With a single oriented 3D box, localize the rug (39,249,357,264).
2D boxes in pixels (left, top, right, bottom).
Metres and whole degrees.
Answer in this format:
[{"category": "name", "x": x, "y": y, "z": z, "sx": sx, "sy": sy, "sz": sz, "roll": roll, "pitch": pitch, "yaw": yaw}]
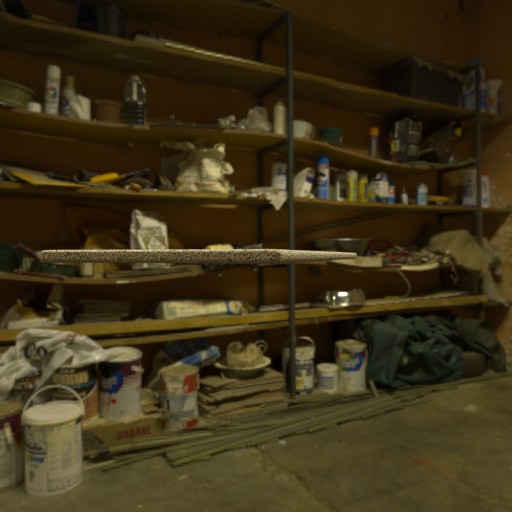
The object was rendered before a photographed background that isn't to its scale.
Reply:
[{"category": "rug", "x": 0.000, "y": 0.000, "z": 1.697, "sx": 0.609, "sy": 0.030, "sz": 1.524, "roll": 0, "pitch": 0, "yaw": 19}]
